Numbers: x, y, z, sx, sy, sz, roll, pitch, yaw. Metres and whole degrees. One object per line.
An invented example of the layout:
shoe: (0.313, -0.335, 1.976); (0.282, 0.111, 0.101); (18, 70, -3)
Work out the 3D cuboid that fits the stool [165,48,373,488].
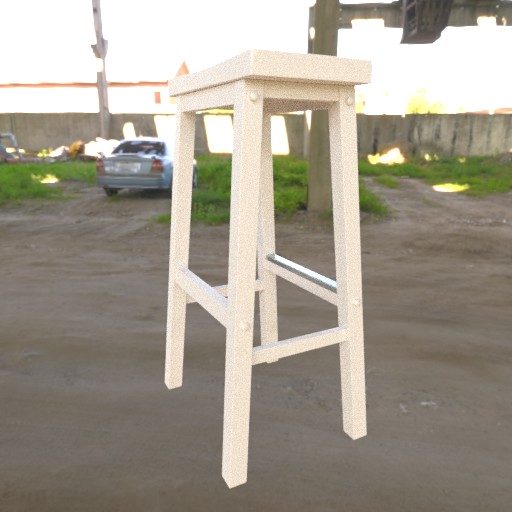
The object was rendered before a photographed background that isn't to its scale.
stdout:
stool: (0.000, 0.000, 0.954); (0.322, 0.742, 0.406); (-8, 17, -27)
